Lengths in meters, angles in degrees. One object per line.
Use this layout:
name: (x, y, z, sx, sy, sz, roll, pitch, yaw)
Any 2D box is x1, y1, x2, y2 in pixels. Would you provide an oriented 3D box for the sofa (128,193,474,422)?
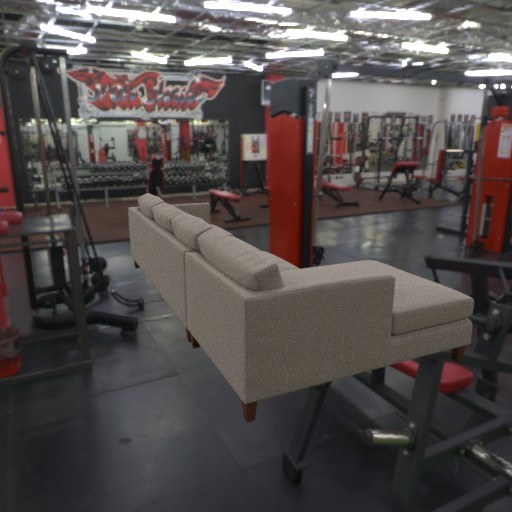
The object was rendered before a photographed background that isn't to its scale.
sofa: (0.000, 0.000, 3.862, 1.625, 0.846, 3.186, -7, 16, -24)
